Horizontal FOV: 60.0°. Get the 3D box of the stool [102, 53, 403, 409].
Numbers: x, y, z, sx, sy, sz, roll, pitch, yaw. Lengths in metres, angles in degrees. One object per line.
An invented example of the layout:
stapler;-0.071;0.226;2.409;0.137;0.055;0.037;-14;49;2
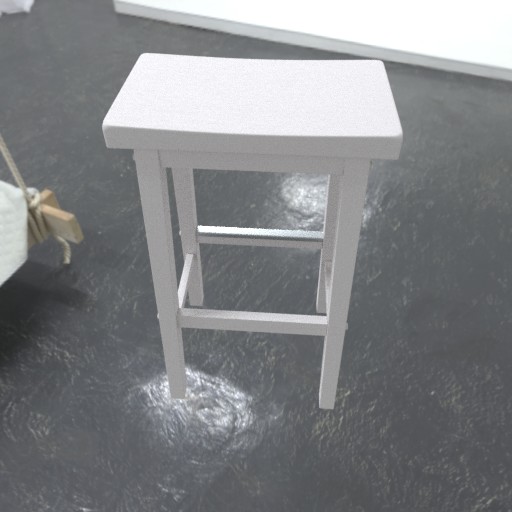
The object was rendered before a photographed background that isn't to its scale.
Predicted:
stool;0.000;0.000;0.938;0.406;0.742;0.322;3;48;3
